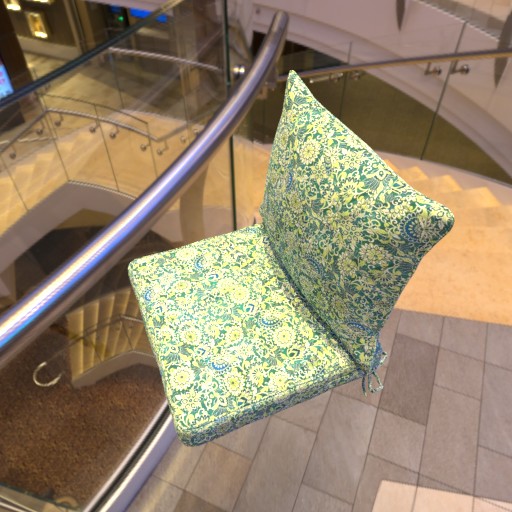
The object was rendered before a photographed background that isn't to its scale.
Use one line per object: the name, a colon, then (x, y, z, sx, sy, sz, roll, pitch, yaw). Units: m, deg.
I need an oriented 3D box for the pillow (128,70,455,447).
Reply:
pillow: (0.000, 0.000, 1.323, 0.740, 0.722, 0.798, -17, 49, -16)
